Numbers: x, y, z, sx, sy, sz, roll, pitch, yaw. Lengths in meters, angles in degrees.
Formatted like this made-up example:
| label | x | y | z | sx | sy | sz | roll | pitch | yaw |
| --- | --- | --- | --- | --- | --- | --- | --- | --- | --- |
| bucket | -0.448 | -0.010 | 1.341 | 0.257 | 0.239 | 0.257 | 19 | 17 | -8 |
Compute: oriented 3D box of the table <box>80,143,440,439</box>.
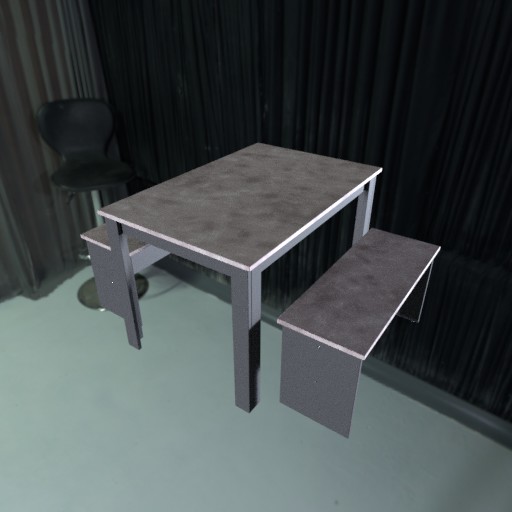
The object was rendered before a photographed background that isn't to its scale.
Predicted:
| label | x | y | z | sx | sy | sz | roll | pitch | yaw |
| --- | --- | --- | --- | --- | --- | --- | --- | --- | --- |
| table | 0.000 | 0.000 | 2.108 | 1.443 | 0.700 | 1.100 | 20 | 36 | 29 |
